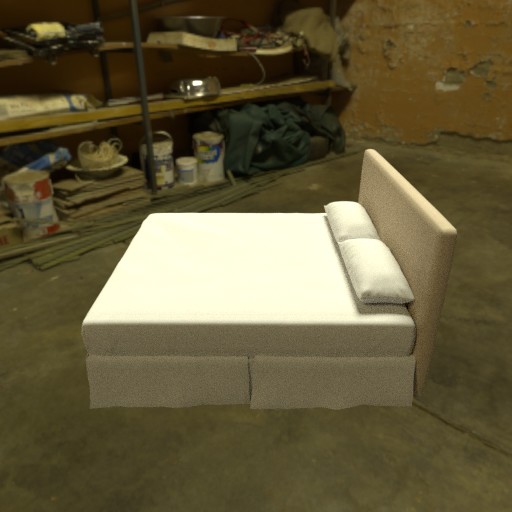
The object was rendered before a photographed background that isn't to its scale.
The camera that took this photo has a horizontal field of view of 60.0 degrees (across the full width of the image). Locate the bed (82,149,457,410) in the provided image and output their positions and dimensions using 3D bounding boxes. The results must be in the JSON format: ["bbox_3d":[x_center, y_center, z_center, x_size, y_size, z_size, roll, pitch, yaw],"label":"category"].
[{"bbox_3d":[0.000,0.000,3.646,2.319,1.317,2.119,0,26,0],"label":"bed"}]
